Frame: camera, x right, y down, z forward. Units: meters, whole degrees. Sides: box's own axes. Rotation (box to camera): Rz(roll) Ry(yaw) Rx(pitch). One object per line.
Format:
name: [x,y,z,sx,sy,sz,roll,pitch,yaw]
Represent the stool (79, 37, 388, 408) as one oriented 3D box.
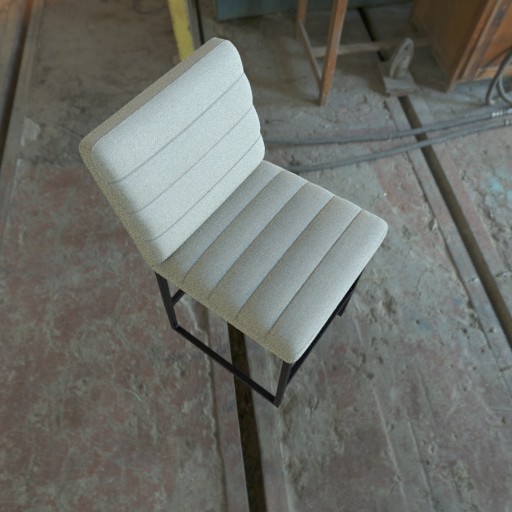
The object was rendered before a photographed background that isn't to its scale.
stool: [0.000,0.000,1.274,0.560,0.940,0.460,33,65,17]
